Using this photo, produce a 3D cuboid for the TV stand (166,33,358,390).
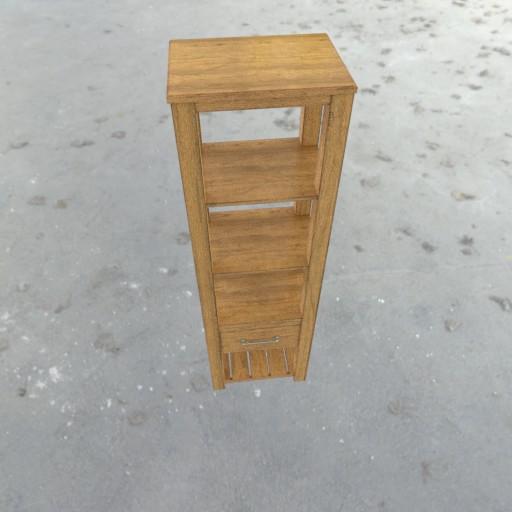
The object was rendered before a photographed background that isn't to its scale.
[{"bbox_3d":[0.000,0.000,2.095,0.565,1.828,0.435,-5,47,-4],"label":"TV stand"}]
